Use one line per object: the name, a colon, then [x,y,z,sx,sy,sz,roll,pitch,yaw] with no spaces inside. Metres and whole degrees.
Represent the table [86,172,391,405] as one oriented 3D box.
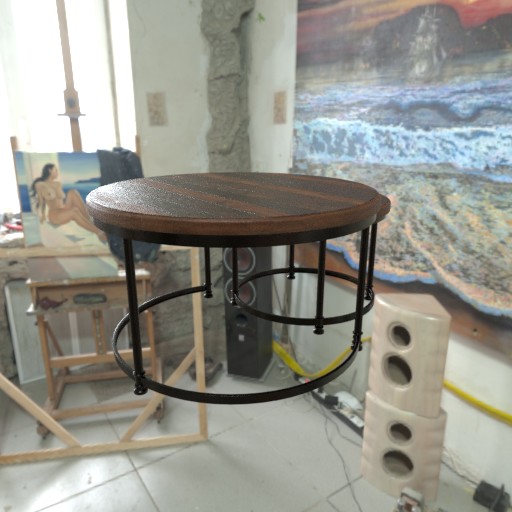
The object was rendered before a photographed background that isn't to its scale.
table: [0.000,0.000,1.565,0.870,0.516,1.152,8,19,25]
